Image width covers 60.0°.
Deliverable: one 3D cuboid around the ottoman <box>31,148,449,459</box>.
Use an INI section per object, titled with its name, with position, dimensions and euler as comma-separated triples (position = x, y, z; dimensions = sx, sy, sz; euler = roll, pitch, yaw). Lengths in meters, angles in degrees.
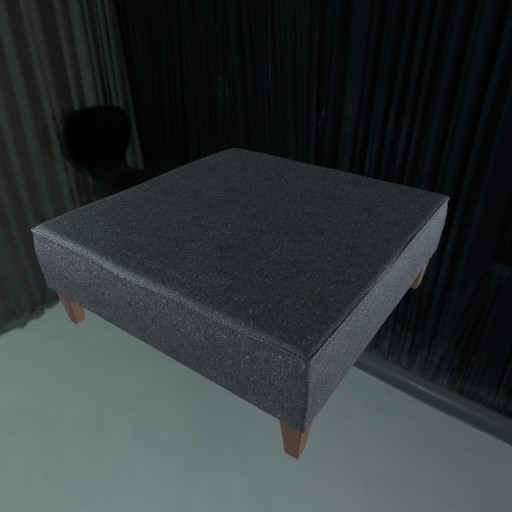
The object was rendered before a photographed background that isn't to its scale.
[ottoman]
position = 0.000, 0.000, 1.523
dimensions = 0.968, 0.382, 1.004
euler = 20, 37, 30
